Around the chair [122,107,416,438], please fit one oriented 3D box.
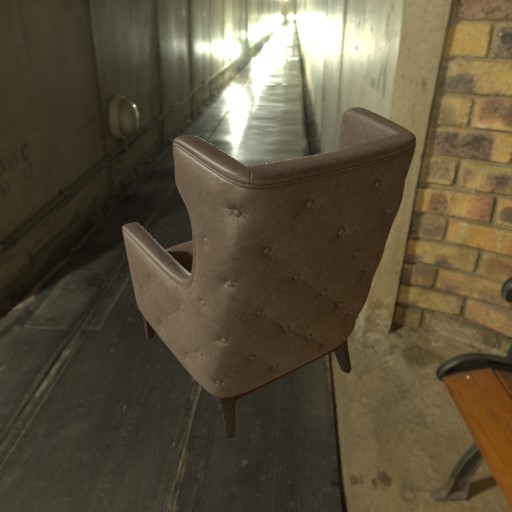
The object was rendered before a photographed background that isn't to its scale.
[{"bbox_3d":[0.000,0.000,1.699,0.769,1.079,0.899,-18,35,-28],"label":"chair"}]
